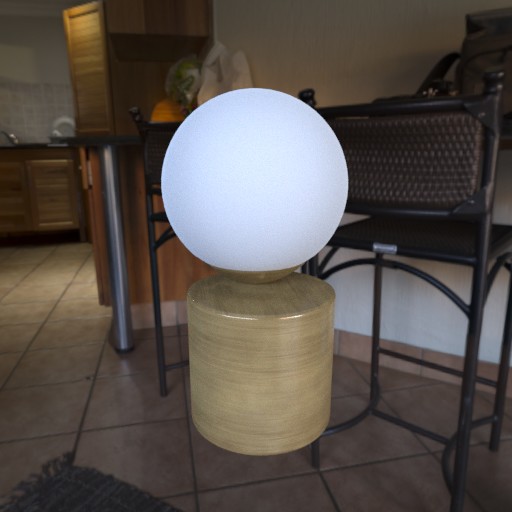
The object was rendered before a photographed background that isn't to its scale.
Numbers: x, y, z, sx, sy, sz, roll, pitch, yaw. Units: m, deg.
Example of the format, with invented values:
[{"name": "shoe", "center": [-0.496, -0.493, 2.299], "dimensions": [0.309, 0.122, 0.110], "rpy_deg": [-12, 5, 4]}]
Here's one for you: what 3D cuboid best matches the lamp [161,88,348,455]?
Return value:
[{"name": "lamp", "center": [0.000, 0.000, 0.351], "dimensions": [0.141, 0.250, 0.152], "rpy_deg": [-3, 15, -10]}]
